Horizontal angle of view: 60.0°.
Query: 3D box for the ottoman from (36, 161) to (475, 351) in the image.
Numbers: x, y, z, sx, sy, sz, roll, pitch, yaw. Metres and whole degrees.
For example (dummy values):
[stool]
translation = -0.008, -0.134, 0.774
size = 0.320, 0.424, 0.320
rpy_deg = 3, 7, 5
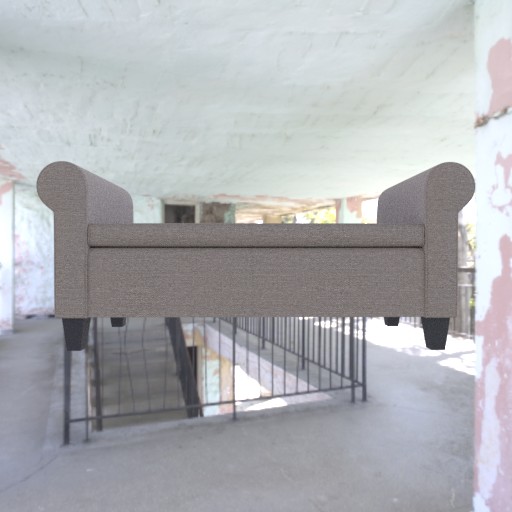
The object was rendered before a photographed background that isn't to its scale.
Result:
[ottoman]
translation = 0.000, 0.000, 1.518
size = 1.256, 0.547, 0.521
rpy_deg = 0, 0, -1
